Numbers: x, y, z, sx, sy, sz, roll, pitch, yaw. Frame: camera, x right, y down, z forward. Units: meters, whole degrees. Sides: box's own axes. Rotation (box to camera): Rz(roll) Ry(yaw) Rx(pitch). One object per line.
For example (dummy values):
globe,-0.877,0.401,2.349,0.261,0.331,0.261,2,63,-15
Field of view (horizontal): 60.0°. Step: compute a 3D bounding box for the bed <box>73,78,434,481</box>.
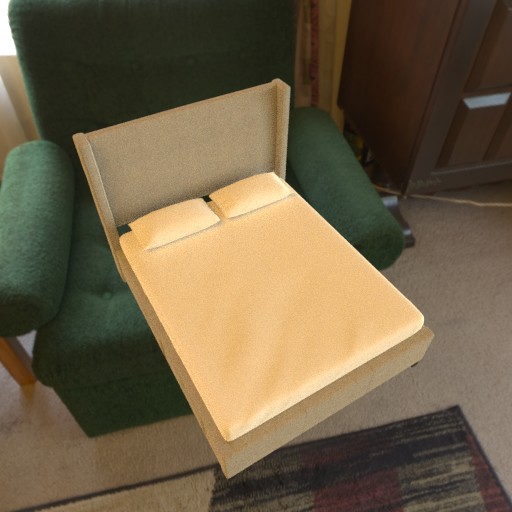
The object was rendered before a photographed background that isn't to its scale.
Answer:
bed,0.000,0.000,3.386,1.774,1.491,2.222,-23,51,-20
